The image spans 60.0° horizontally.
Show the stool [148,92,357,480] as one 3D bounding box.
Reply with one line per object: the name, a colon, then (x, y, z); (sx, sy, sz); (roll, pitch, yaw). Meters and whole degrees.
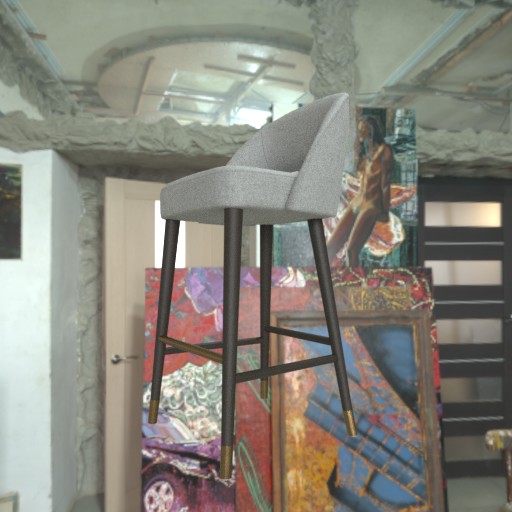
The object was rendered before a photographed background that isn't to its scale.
stool: (0.000, 0.000, 1.345); (0.509, 1.037, 0.494); (0, -1, -36)
